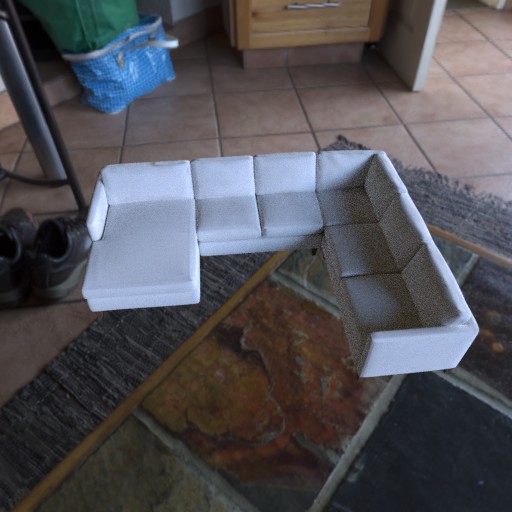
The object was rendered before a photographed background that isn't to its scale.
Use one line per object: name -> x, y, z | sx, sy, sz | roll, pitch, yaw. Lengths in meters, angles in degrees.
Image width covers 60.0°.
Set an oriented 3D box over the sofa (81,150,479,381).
sofa -> 0.000, 0.000, 4.538 | 3.459, 0.956, 2.593 | -4, 47, -4
